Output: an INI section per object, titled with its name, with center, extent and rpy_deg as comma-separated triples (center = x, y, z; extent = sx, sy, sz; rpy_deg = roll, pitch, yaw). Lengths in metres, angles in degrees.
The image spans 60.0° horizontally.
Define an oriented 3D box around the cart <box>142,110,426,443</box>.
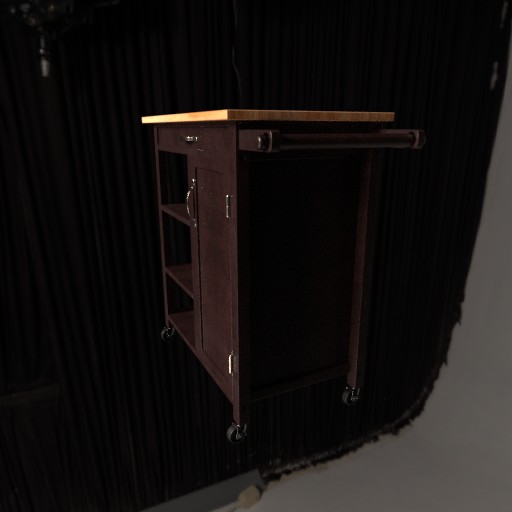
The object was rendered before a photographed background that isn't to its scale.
[cart]
center = 0.000, 0.000, 1.449
extent = 0.472, 0.878, 0.914
rpy_deg = -8, 18, -26
